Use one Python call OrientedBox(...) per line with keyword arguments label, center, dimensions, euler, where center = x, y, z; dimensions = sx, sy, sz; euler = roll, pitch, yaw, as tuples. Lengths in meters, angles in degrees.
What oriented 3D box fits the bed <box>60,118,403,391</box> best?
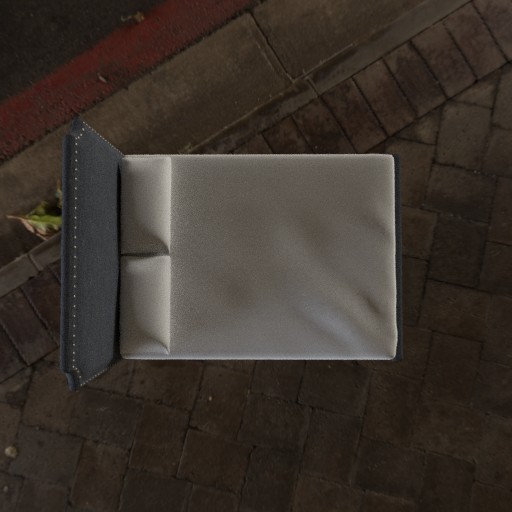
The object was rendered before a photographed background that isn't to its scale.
OrientedBox(label="bed", center=(0.000, 0.000, 3.349), dimensions=(2.372, 1.443, 1.713), euler=(0, 88, 1))
